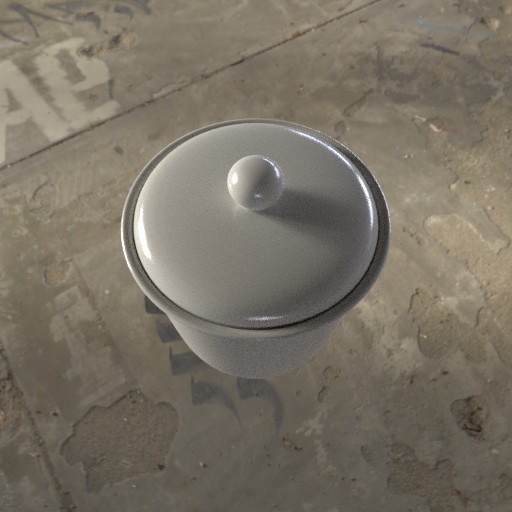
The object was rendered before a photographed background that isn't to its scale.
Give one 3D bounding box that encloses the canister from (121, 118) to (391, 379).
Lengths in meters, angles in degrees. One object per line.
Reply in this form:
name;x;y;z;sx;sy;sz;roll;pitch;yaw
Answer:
canister;0.000;0.000;0.352;0.182;0.208;0.182;0;60;0
